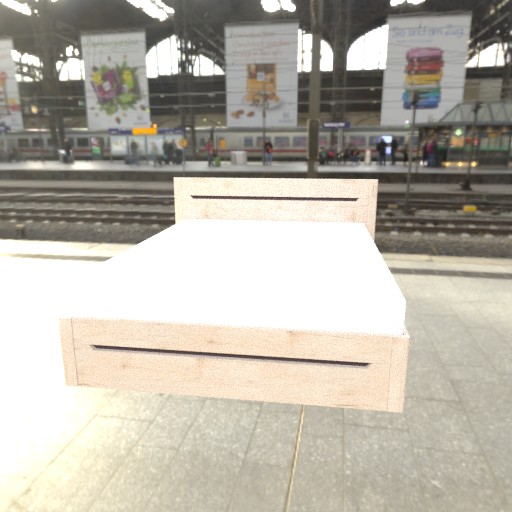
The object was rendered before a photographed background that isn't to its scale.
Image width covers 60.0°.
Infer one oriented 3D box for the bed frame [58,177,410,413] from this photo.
[{"bbox_3d":[0.000,0.000,3.010,1.800,0.900,2.080,2,14,8],"label":"bed frame"}]
